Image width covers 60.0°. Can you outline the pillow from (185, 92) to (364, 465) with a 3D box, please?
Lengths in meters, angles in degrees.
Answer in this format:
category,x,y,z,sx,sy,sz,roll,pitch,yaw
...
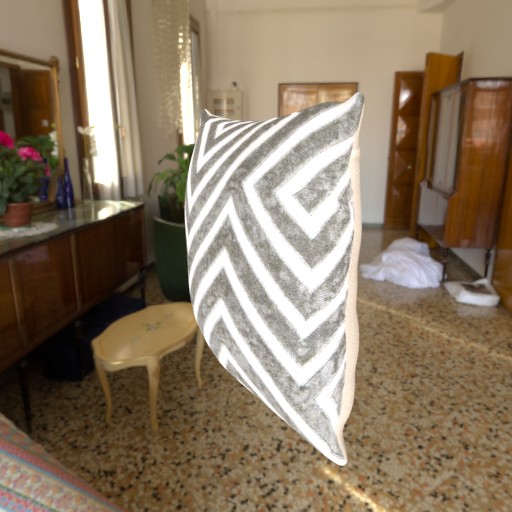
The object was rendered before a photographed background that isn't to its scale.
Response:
category,x,y,z,sx,sy,sz,roll,pitch,yaw
pillow,0.000,0.000,0.664,0.182,0.441,0.440,-8,17,-26
